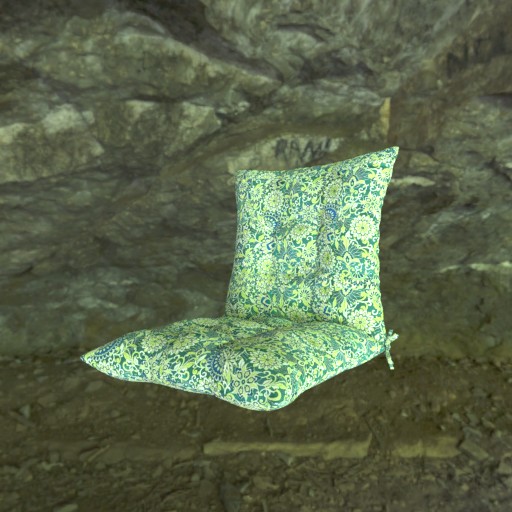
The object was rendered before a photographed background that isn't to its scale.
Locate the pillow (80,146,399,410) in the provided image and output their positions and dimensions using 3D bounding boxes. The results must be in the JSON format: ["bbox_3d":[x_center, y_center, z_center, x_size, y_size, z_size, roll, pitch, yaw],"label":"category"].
[{"bbox_3d":[0.000,0.000,1.024,0.541,0.536,0.585,0,-1,35],"label":"pillow"}]
